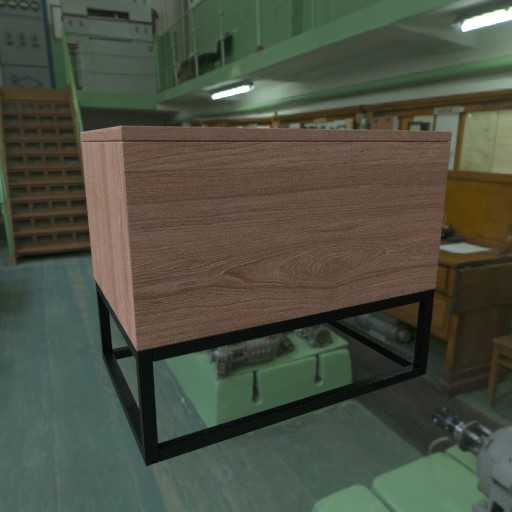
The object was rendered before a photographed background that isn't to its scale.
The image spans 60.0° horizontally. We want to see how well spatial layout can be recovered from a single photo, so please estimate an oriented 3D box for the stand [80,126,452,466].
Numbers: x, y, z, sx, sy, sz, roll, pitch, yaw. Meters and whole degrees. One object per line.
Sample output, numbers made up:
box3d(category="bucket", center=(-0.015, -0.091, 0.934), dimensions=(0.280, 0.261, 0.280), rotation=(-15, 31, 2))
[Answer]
box3d(category="stand", center=(0.000, 0.000, 0.927), dimensions=(0.600, 0.500, 0.420), rotation=(-7, 16, -27))
